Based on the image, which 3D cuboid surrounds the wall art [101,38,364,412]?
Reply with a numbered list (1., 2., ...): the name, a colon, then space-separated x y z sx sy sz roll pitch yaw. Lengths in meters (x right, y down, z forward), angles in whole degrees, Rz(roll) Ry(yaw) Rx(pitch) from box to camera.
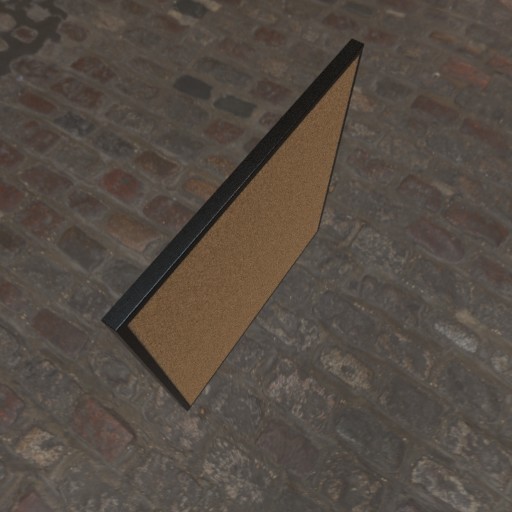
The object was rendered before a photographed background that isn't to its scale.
1. wall art: 0.000 0.000 0.518 0.014 0.349 0.349 31 67 15
